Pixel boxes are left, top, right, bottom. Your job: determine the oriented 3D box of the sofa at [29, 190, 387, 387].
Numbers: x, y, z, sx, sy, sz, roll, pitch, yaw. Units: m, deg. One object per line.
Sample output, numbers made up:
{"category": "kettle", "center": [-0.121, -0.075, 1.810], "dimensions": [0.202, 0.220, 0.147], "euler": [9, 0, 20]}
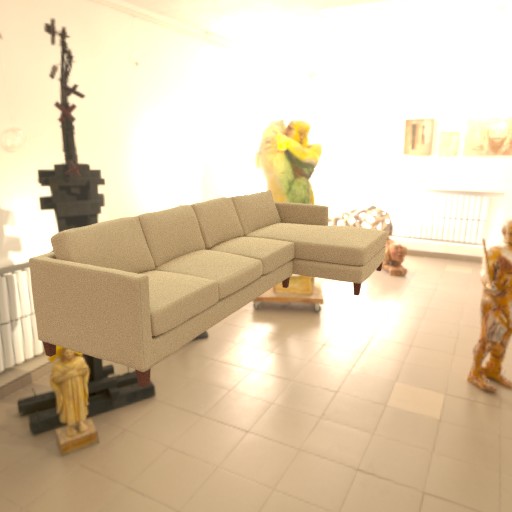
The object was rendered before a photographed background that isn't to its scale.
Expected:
{"category": "sofa", "center": [0.000, 0.000, 3.869], "dimensions": [1.625, 0.861, 3.186], "euler": [8, 16, 27]}
